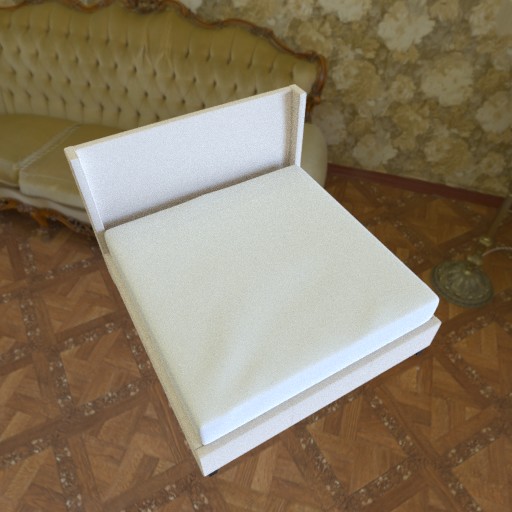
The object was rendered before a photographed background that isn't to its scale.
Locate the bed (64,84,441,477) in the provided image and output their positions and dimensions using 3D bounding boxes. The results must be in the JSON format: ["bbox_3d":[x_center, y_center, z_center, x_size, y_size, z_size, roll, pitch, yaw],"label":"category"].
[{"bbox_3d":[0.000,0.000,3.648,2.145,1.471,2.293,-23,51,-20],"label":"bed"}]
